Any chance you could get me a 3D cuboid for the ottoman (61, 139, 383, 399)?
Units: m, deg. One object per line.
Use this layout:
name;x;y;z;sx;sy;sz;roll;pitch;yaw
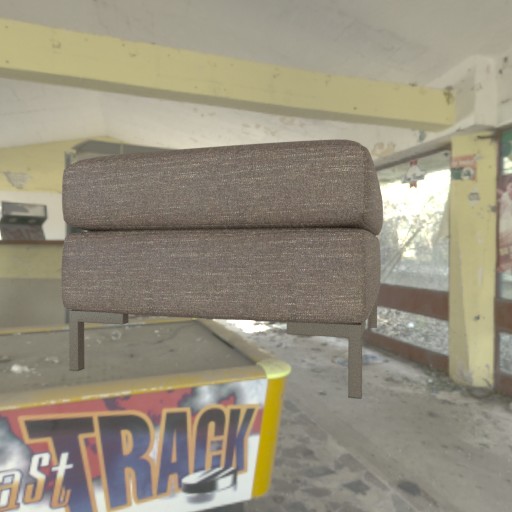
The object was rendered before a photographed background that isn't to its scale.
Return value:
ottoman;0.000;0.000;1.235;0.671;0.490;0.820;0;1;17
